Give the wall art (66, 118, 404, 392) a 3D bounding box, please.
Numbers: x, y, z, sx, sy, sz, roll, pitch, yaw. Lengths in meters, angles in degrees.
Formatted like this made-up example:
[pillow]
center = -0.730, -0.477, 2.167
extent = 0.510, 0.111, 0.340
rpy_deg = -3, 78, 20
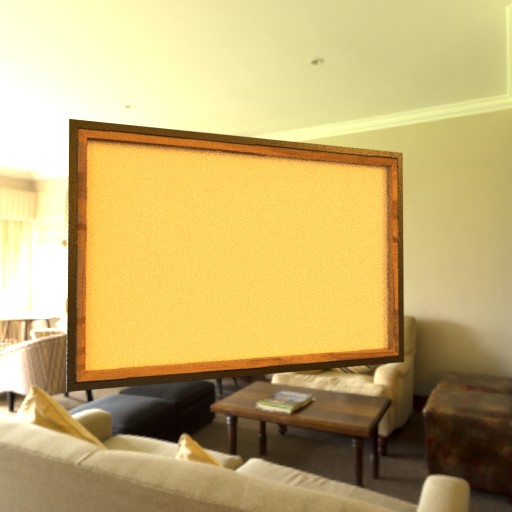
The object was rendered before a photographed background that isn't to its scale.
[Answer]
[wall art]
center = 0.000, 0.000, 0.843
extent = 0.659, 0.446, 0.022
rpy_deg = 0, -1, -20
